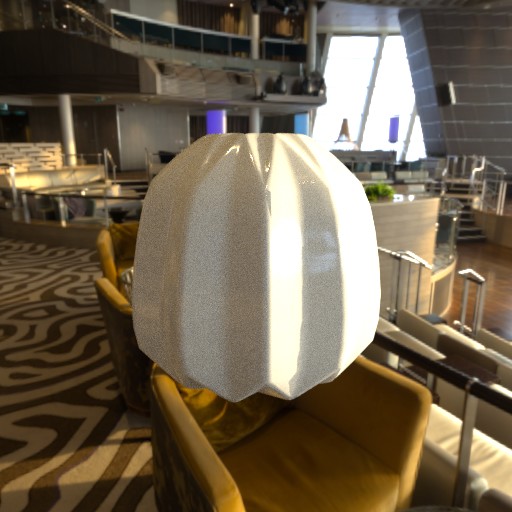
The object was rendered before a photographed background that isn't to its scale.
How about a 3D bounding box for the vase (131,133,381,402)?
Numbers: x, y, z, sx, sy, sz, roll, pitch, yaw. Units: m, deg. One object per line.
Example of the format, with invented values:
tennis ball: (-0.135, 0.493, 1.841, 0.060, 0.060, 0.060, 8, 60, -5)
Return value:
vase: (0.000, 0.000, 0.252, 0.139, 0.134, 0.139, 0, 14, 0)
